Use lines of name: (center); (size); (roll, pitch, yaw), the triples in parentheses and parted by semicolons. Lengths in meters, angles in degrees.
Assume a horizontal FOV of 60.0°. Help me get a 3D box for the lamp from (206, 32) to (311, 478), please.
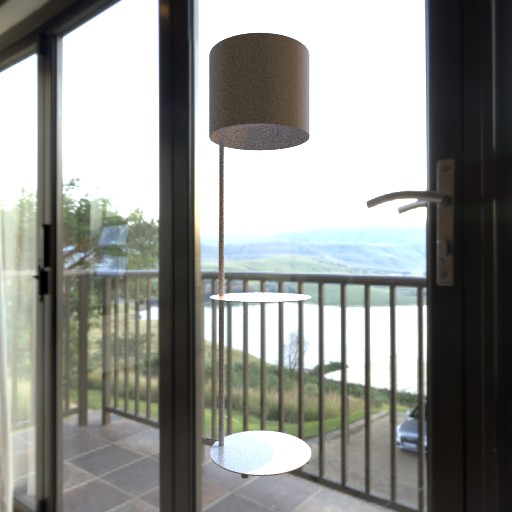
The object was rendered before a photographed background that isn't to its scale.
lamp: (0.000, 0.000, 1.638); (0.405, 1.465, 0.372); (0, 0, 20)
